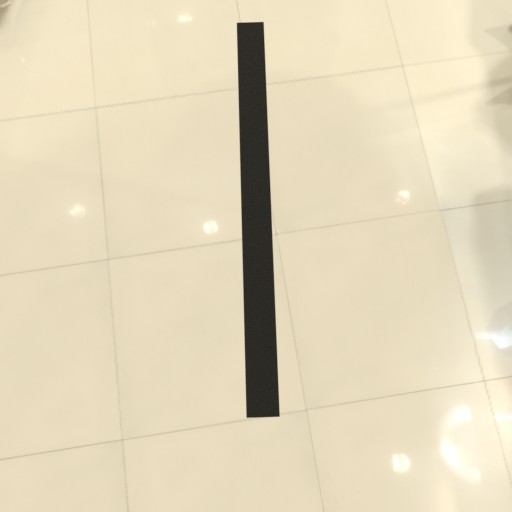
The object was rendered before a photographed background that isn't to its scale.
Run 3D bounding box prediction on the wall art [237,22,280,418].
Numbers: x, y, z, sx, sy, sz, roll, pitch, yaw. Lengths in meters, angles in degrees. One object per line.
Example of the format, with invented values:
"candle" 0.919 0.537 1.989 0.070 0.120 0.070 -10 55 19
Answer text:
"wall art" 0.000 0.000 0.549 0.024 0.404 0.329 -2 77 0
